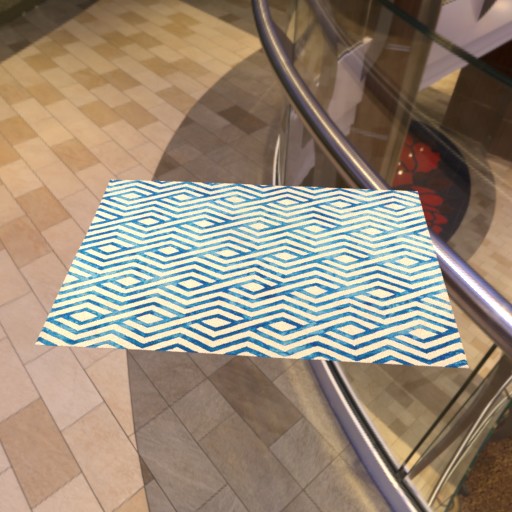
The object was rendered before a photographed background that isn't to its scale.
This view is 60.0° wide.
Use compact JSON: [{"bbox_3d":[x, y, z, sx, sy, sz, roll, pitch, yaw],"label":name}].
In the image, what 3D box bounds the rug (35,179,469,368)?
[{"bbox_3d":[0.000,0.000,3.002,2.439,0.008,1.531,3,48,2],"label":"rug"}]
